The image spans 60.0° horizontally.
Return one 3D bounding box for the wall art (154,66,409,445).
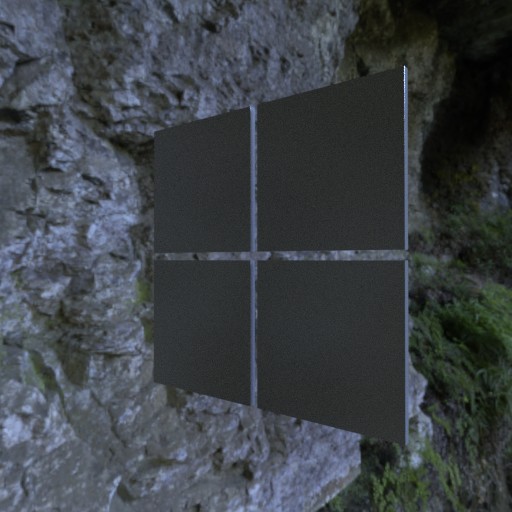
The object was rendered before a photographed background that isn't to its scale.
[{"bbox_3d":[0.000,0.000,1.652,1.118,1.118,0.029,0,-1,37],"label":"wall art"}]
